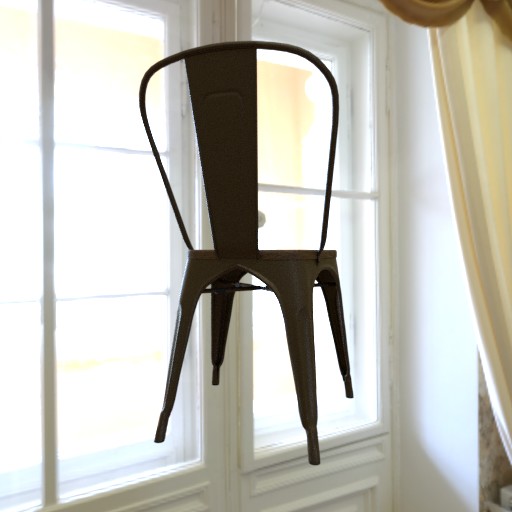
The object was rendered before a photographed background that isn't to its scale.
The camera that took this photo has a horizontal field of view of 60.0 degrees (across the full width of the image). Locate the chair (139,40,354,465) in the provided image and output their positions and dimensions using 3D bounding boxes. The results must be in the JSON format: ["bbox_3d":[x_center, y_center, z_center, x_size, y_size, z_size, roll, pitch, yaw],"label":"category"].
[{"bbox_3d":[0.000,0.000,1.125,0.451,0.844,0.532,0,1,17],"label":"chair"}]
